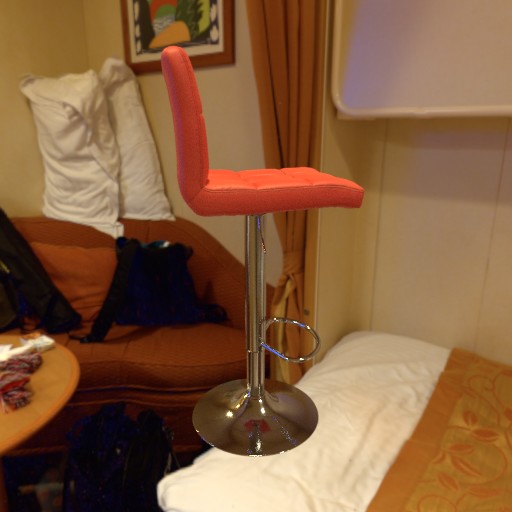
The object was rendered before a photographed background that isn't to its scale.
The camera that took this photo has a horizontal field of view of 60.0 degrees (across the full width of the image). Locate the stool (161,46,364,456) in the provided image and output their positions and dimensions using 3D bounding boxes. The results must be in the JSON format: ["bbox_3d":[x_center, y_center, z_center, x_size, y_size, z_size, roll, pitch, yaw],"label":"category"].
[{"bbox_3d":[0.000,0.000,1.357,0.505,1.115,0.430,-3,16,-9],"label":"stool"}]
